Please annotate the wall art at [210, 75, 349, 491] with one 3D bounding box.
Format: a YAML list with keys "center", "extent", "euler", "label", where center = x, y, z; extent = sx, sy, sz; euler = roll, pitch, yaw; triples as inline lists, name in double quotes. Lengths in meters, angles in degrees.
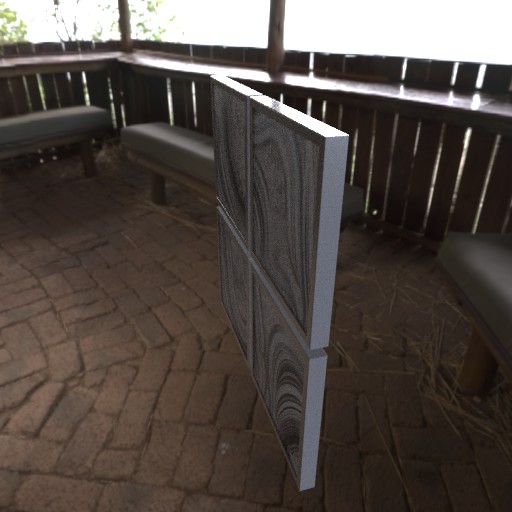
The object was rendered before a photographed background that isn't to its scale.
- center: [0.000, 0.000, 0.888]
  extent: [0.029, 0.611, 0.611]
  euler: [-8, 29, -15]
  label: "wall art"
